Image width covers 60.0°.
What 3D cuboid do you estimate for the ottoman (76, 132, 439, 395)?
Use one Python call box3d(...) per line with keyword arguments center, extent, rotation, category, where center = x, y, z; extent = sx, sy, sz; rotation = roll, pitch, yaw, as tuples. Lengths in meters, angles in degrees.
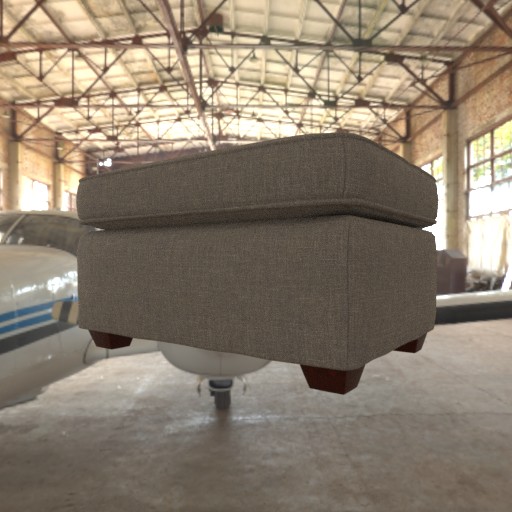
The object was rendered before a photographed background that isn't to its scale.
box3d(center=(0.000, 0.000, 1.100), extent=(0.762, 0.457, 0.559), rotation=(0, 0, 36), category="ottoman")
